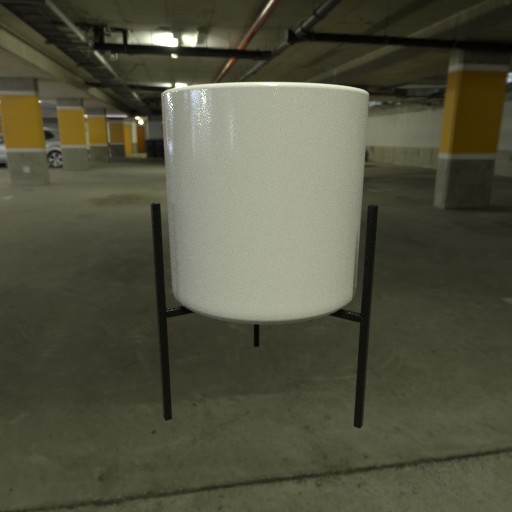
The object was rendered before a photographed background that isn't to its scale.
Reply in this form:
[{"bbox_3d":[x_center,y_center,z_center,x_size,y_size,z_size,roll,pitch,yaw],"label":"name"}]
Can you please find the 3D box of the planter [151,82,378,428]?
[{"bbox_3d":[0.000,0.000,0.515,0.239,0.356,0.239,-8,16,-27],"label":"planter"}]
